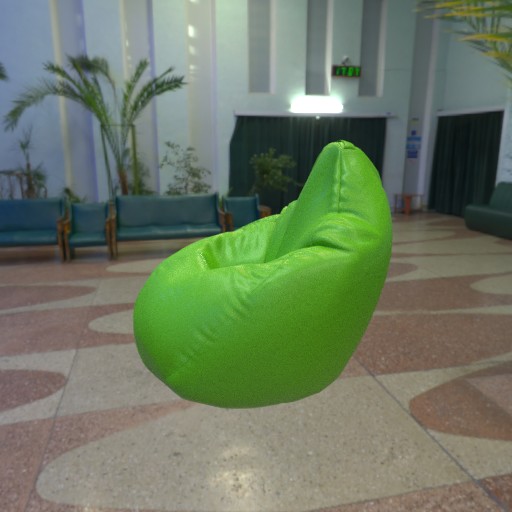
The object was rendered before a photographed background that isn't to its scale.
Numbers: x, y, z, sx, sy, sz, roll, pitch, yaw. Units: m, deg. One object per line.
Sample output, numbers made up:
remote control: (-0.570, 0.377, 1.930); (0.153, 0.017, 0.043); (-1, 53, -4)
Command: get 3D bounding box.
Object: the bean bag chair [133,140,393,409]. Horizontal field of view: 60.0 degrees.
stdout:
bean bag chair: (0.000, 0.000, 1.948); (1.070, 0.990, 1.070); (-2, 14, -10)
